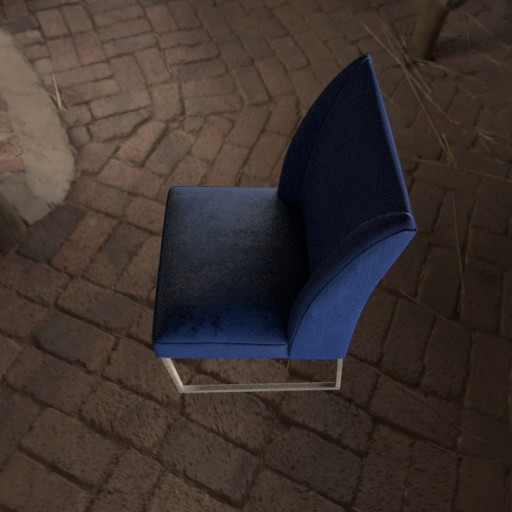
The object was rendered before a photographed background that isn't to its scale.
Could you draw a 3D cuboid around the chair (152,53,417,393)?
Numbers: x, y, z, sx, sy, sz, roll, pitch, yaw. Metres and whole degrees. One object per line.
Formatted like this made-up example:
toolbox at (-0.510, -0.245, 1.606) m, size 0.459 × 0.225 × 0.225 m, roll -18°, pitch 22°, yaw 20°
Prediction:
chair at (0.000, 0.000, 1.175) m, size 0.522 × 0.863 × 0.508 m, roll -1°, pitch 58°, yaw -1°
